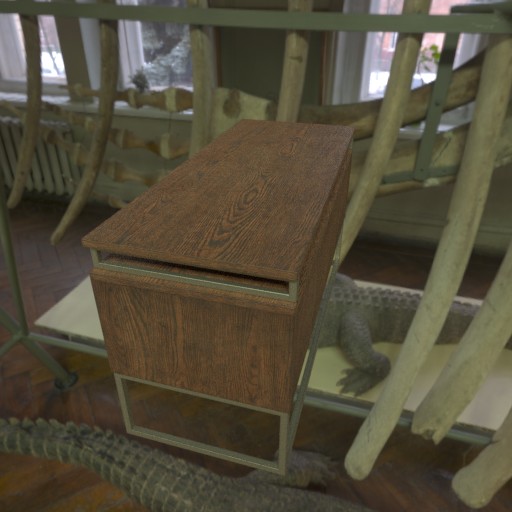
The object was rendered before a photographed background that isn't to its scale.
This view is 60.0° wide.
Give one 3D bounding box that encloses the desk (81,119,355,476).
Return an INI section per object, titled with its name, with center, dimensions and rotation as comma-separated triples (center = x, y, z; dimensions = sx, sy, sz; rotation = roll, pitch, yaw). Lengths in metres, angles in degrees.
[desk]
center = 0.000, 0.000, 1.876
dimensions = 0.610, 0.792, 1.384
rotation = 8, 31, 14
